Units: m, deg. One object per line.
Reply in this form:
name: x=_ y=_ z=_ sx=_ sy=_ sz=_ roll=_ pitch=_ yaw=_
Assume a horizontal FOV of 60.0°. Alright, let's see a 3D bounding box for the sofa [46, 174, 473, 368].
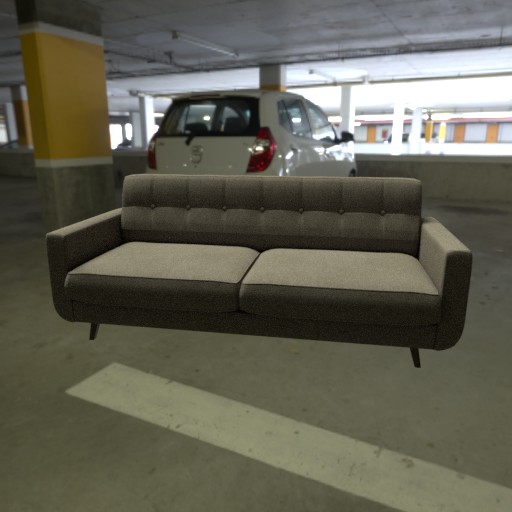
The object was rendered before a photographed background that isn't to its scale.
sofa: x=0.000 y=0.000 z=2.471 sx=2.029 sy=0.841 sz=0.909 roll=3 pitch=15 yaw=10
